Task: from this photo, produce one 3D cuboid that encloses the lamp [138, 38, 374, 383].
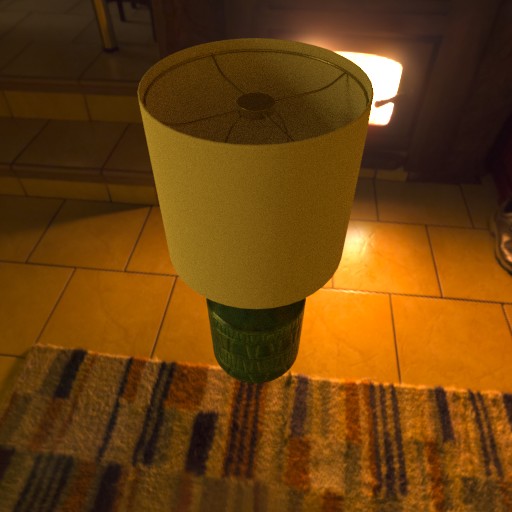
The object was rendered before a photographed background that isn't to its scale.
[{"bbox_3d":[0.000,0.000,0.565,0.211,0.455,0.211,-10,47,-9],"label":"lamp"}]
